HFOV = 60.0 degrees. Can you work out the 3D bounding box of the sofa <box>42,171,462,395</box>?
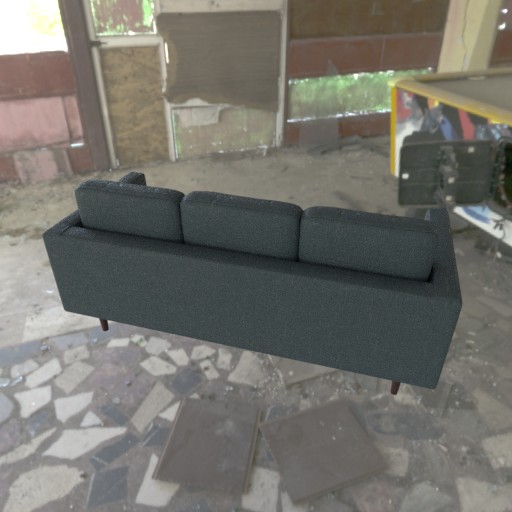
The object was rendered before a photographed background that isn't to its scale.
[{"bbox_3d":[0.000,0.000,2.523,2.013,0.945,0.935,9,33,14],"label":"sofa"}]
